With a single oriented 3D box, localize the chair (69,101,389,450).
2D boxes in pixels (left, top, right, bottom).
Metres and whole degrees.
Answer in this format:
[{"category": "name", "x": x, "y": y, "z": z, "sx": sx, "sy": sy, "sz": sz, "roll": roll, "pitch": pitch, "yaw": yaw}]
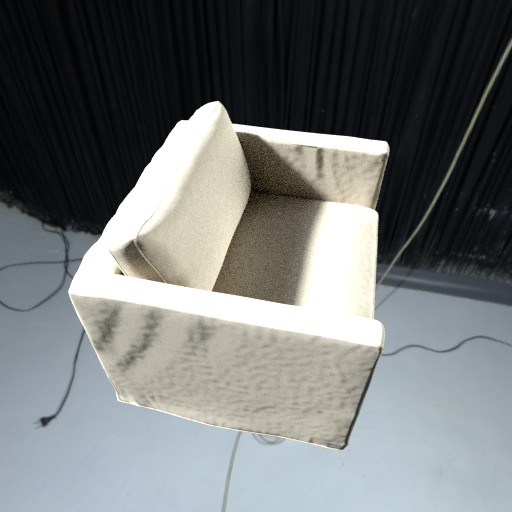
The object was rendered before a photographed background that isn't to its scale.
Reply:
[{"category": "chair", "x": 0.000, "y": 0.000, "z": 1.760, "sx": 0.949, "sy": 0.867, "sz": 1.057, "roll": 9, "pitch": 47, "yaw": 9}]
